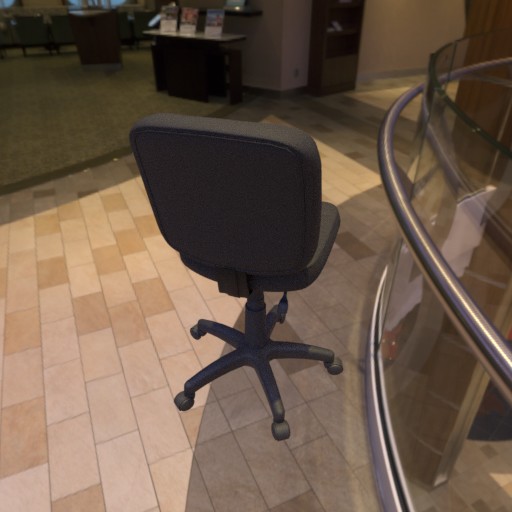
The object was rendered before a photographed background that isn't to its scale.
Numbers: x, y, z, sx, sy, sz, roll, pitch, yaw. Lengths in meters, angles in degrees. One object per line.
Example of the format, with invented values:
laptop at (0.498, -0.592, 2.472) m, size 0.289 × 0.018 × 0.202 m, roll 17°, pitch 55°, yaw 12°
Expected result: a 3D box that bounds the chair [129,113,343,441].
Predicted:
chair at (0.000, 0.000, 1.363) m, size 0.610 × 0.972 × 0.610 m, roll 11°, pitch 34°, yaw 16°
